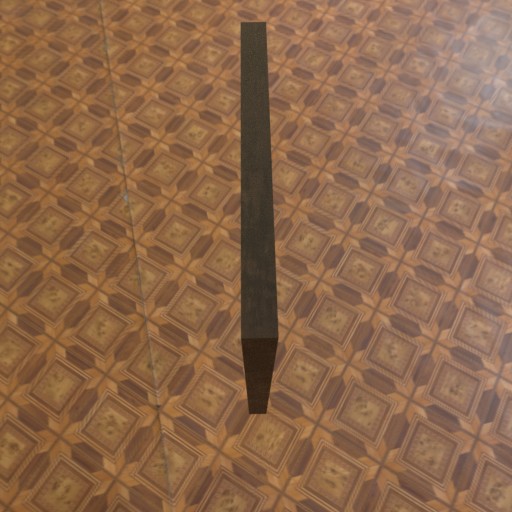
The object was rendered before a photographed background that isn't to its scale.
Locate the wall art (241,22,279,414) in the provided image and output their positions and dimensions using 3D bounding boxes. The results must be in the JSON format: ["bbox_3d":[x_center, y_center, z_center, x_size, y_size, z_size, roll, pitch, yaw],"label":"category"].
[{"bbox_3d":[0.000,0.000,0.559,0.027,0.406,0.329,-1,63,0],"label":"wall art"}]
